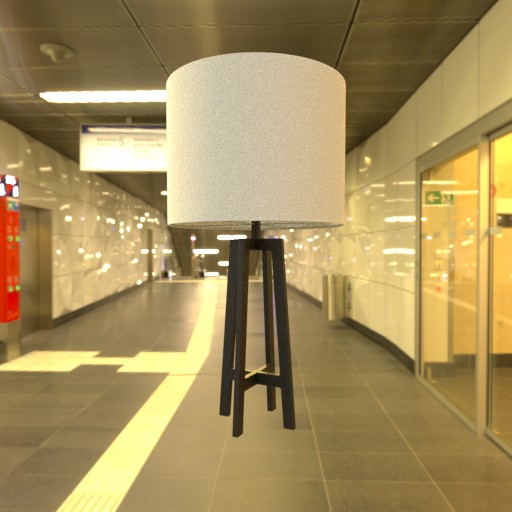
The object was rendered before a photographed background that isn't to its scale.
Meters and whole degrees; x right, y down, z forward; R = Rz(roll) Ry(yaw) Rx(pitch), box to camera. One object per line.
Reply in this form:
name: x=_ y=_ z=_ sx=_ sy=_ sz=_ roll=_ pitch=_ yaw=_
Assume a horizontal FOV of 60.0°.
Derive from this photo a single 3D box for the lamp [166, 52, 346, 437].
lamp: x=0.000 y=0.000 z=0.652 sx=0.257 sy=0.489 sz=0.257 roll=0 pitch=1 yaw=-17
